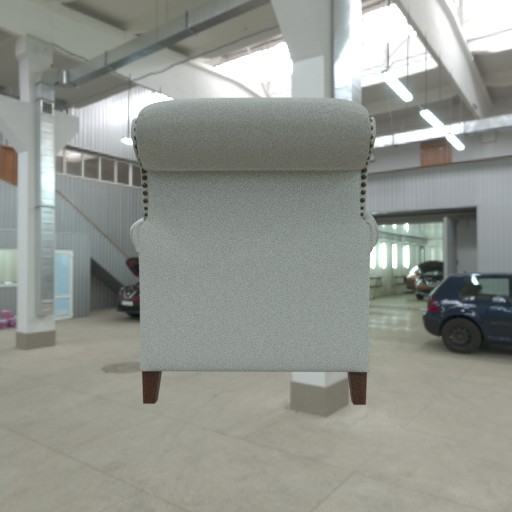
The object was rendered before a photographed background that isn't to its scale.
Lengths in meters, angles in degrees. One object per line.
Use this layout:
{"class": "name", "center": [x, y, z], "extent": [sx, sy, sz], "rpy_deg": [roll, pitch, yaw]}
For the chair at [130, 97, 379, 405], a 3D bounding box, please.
{"class": "chair", "center": [0.000, 0.000, 1.650], "extent": [0.854, 0.927, 0.890], "rpy_deg": [0, -1, 1]}
